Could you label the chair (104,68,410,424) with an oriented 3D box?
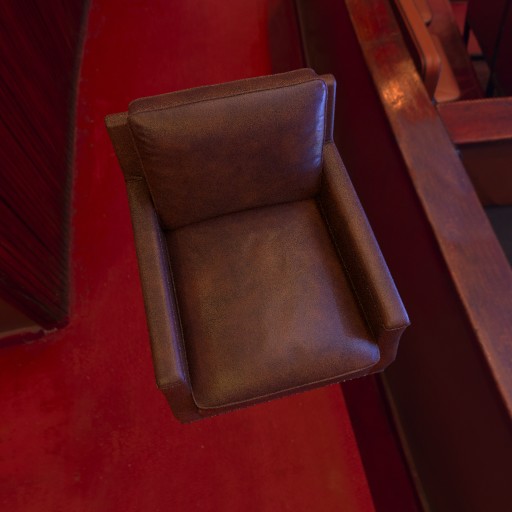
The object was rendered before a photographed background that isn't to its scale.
[{"bbox_3d":[0.000,0.000,1.680,0.853,0.929,1.014,-13,64,-6],"label":"chair"}]
